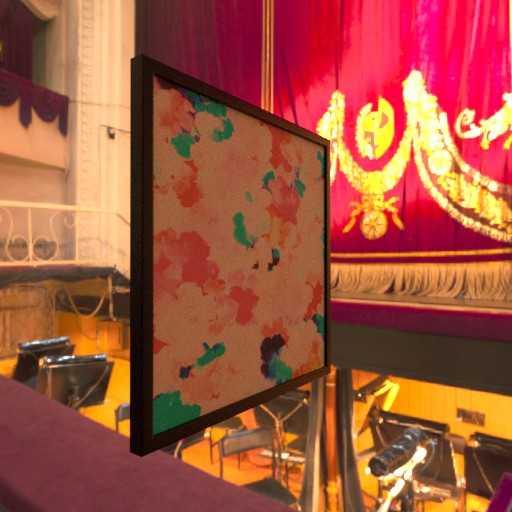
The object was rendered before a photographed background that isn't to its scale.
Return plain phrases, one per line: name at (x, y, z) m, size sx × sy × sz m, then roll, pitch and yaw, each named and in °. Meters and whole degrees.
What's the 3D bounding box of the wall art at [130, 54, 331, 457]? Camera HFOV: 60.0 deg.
wall art at (0.000, 0.000, 1.142) m, size 0.036 × 0.755 × 0.756 m, roll 0°, pitch 0°, yaw 37°
